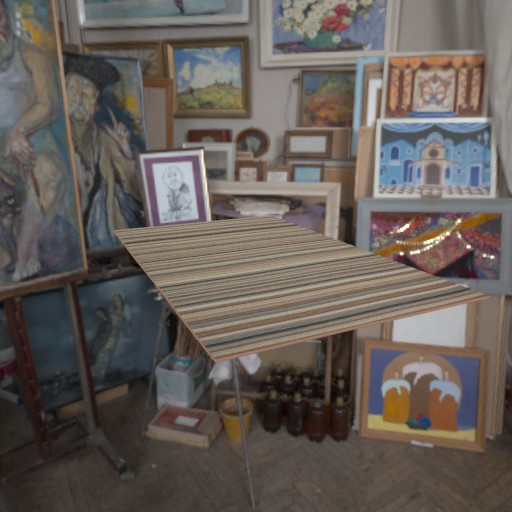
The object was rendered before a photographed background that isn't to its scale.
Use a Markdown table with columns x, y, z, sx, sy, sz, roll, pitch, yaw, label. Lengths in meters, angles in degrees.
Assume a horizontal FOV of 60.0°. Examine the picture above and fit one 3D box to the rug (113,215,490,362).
| x | y | z | sx | sy | sz | roll | pitch | yaw | label |
| --- | --- | --- | --- | --- | --- | --- | --- | --- | --- |
| 0.000 | 0.000 | 3.034 | 1.523 | 0.014 | 2.438 | -8 | 18 | -25 | rug |
